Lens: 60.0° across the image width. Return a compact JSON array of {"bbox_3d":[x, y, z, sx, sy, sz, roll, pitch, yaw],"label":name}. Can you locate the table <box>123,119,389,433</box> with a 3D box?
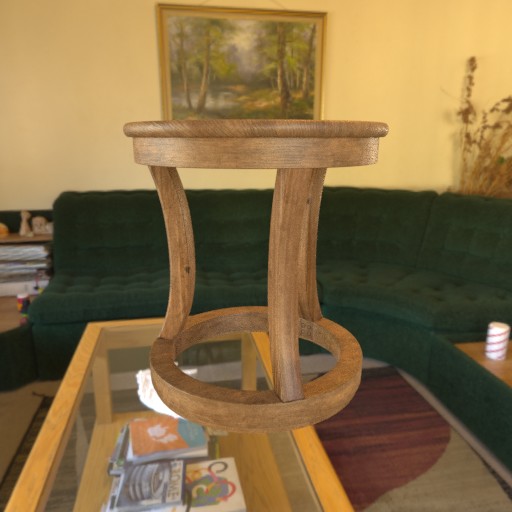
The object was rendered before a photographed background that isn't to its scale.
[{"bbox_3d":[0.000,0.000,0.807,0.432,0.460,0.432,0,15,0],"label":"table"}]
